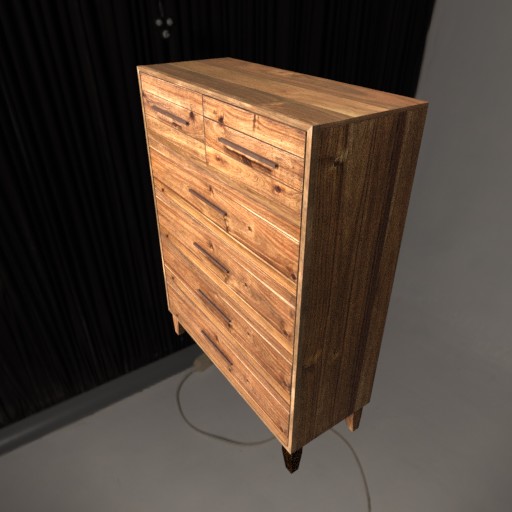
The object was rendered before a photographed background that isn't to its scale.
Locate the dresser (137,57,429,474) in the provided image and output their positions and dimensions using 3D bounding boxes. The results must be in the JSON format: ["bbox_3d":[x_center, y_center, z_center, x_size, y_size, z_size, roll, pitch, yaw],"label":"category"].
[{"bbox_3d":[0.000,0.000,1.866,0.442,1.393,1.062,-20,37,-29],"label":"dresser"}]
